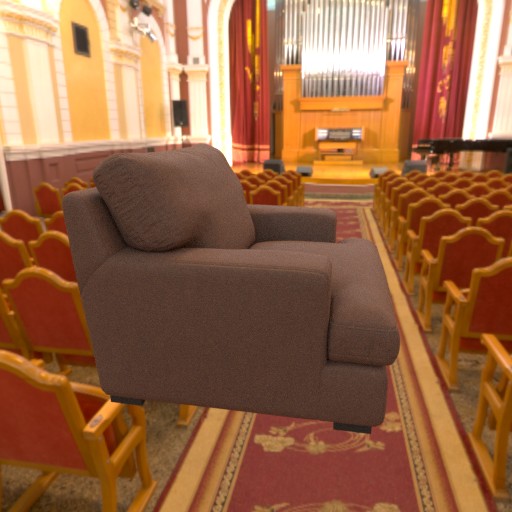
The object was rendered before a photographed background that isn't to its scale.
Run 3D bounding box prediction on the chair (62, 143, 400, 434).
[{"bbox_3d":[0.000,0.000,1.981,1.143,0.940,1.168,3,17,11],"label":"chair"}]
